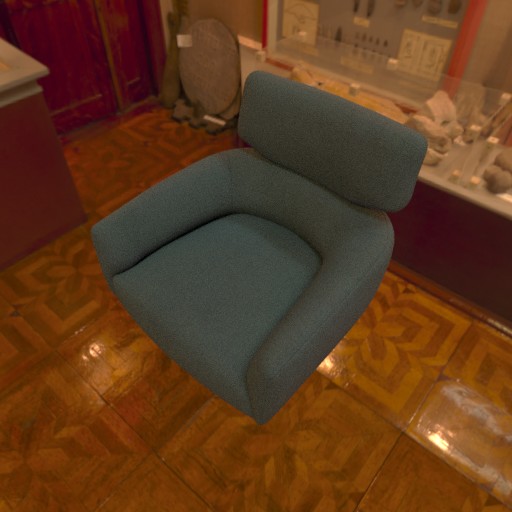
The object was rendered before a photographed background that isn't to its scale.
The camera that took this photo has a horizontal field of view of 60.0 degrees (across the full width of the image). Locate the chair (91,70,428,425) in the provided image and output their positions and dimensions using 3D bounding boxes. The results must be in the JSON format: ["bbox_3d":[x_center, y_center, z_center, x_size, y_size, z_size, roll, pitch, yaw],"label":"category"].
[{"bbox_3d":[0.000,0.000,1.391,0.738,0.813,0.761,34,55,28],"label":"chair"}]
